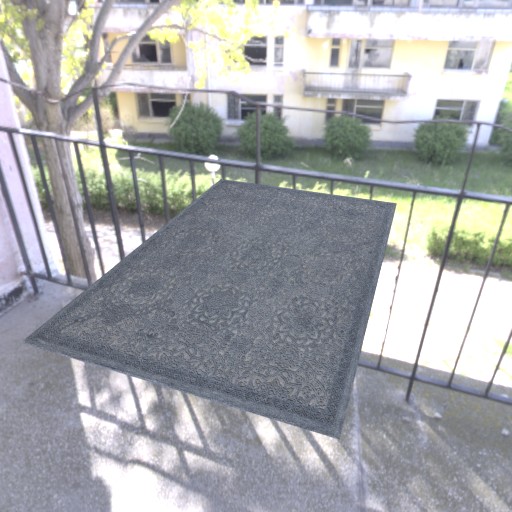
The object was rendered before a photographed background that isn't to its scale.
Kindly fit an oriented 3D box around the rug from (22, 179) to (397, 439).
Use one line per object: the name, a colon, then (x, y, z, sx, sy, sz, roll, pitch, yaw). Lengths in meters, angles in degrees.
rug: (0.000, 0.000, 2.229, 1.208, 0.012, 1.819, 11, 32, 17)
